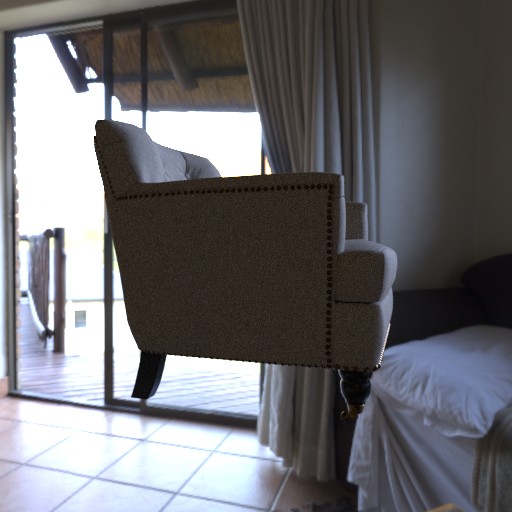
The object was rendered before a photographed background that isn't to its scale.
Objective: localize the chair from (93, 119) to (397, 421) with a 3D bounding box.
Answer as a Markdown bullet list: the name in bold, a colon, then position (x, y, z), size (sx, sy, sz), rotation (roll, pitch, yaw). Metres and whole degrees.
- **chair**: position (0.000, 0.000, 1.490), size (0.902, 0.823, 0.737), rotation (0, 0, 19)
